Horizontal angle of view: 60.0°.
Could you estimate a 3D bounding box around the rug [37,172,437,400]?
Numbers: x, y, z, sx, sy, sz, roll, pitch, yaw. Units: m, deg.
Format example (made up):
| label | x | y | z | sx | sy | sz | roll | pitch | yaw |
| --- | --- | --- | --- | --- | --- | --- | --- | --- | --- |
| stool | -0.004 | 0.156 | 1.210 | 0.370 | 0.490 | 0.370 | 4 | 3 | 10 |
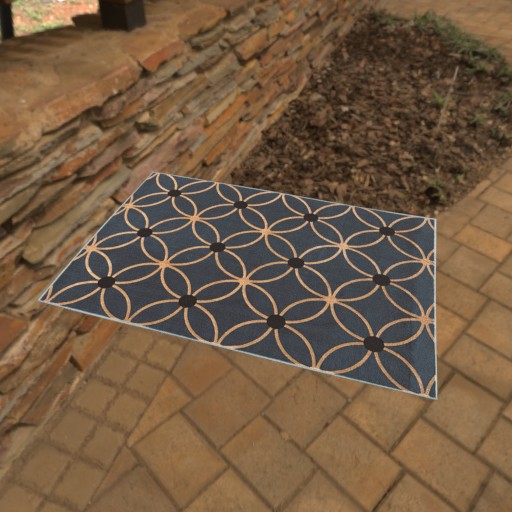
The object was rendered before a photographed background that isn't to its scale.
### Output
| label | x | y | z | sx | sy | sz | roll | pitch | yaw |
| --- | --- | --- | --- | --- | --- | --- | --- | --- | --- |
| rug | 0.000 | 0.000 | 2.929 | 2.284 | 0.008 | 1.522 | 11 | 43 | 12 |
